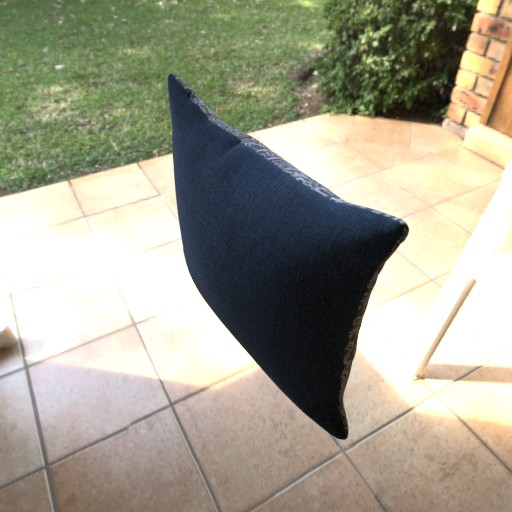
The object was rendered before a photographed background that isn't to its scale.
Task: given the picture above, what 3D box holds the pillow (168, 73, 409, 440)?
[{"bbox_3d":[0.000,0.000,0.785,0.180,0.487,0.546,-26,48,-26],"label":"pillow"}]
